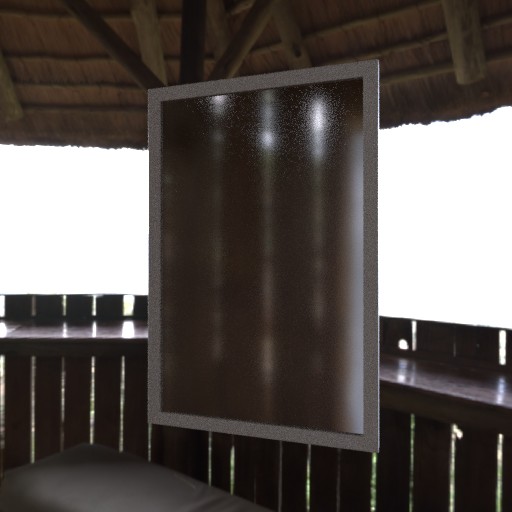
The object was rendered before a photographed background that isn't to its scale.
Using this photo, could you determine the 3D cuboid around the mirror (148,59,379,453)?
[{"bbox_3d":[0.000,0.000,1.140,0.609,0.914,0.041,0,0,18],"label":"mirror"}]
